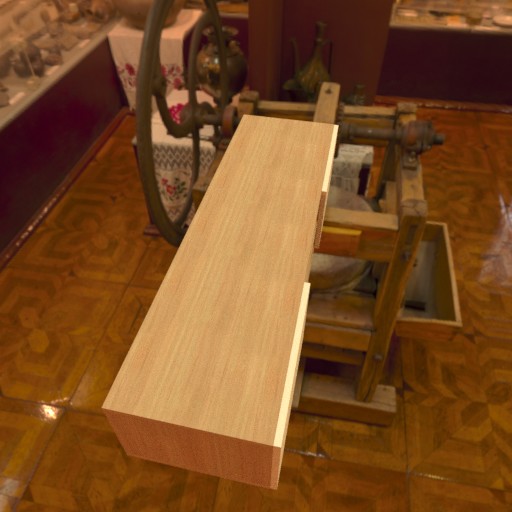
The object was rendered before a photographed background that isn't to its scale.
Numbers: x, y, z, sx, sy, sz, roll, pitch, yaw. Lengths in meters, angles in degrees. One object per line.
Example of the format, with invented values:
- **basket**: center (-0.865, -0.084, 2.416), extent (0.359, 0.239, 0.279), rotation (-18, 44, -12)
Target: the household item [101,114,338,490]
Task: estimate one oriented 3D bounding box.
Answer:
- **household item**: center (0.000, 0.000, 1.576), extent (0.420, 0.310, 1.400), rotation (9, 46, 9)
